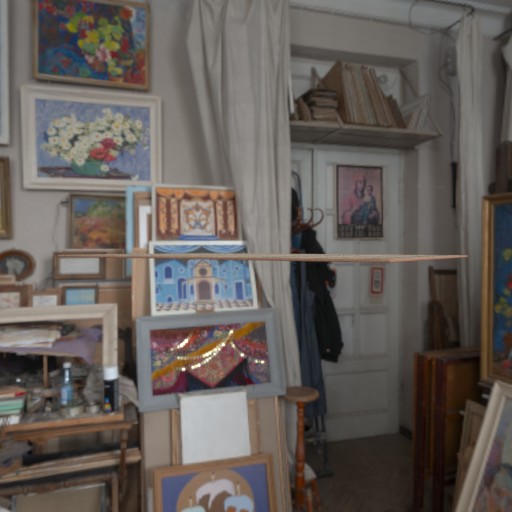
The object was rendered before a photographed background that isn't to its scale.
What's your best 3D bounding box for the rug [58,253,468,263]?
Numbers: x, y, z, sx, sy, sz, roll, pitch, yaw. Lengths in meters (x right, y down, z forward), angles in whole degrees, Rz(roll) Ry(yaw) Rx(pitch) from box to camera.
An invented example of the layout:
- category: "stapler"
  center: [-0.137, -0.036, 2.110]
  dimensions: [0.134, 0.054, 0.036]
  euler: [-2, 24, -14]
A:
- category: "rug"
  center: [0.000, 0.000, 3.103]
  dimensions: [2.438, 0.014, 1.523]
  euler: [1, 1, 36]
